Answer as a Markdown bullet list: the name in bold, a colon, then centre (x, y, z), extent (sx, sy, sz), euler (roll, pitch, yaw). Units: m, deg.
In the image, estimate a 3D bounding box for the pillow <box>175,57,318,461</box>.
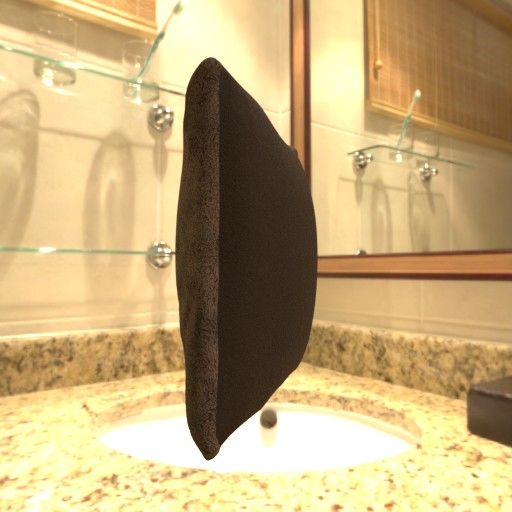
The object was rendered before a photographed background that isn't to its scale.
- **pillow**: centre (0.000, 0.000, 0.792), extent (0.204, 0.520, 0.522), euler (0, -1, 16)
